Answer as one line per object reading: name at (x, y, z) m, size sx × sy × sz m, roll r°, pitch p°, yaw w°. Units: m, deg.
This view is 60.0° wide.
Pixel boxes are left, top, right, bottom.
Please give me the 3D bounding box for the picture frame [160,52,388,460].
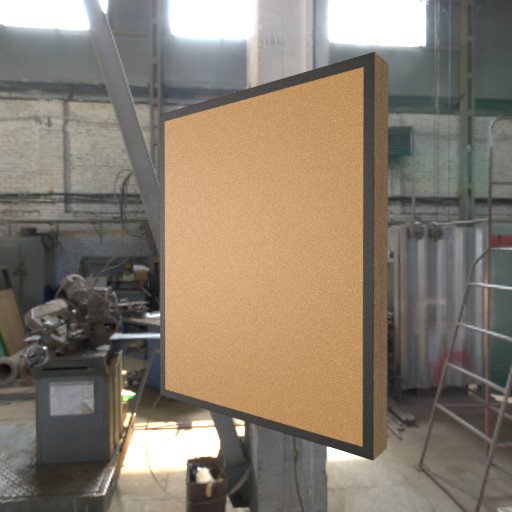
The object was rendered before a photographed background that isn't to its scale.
picture frame at (0.000, 0.000, 0.718) m, size 0.421 × 0.526 × 0.046 m, roll 0°, pitch 1°, yaw 38°
